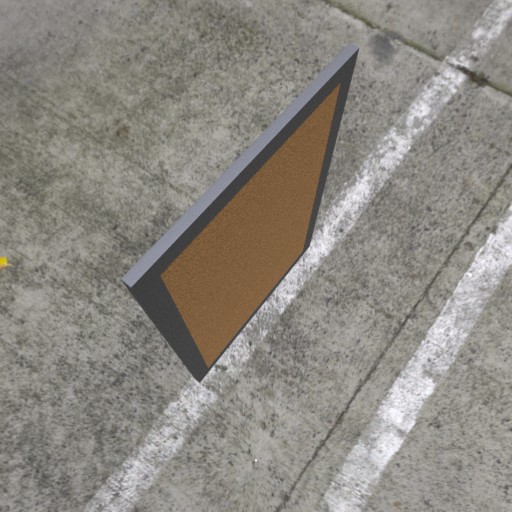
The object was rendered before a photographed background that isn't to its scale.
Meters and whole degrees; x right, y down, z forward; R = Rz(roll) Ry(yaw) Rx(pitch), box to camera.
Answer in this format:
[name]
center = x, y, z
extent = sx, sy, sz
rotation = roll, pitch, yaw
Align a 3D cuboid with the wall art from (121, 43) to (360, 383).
[wall art]
center = 0.000, 0.000, 0.700
extent = 0.013, 0.534, 0.380
rotation = 35, 70, 15
